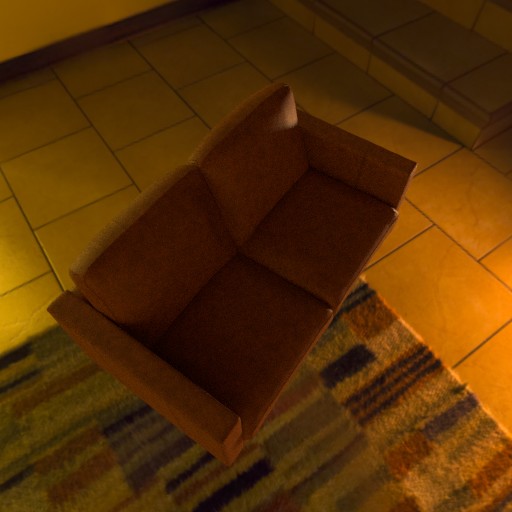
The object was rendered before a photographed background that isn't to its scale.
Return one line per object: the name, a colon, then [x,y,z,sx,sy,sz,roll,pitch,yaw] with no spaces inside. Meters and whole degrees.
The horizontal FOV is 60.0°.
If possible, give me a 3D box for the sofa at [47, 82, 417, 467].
sofa: [0.000,0.000,2.116,0.909,0.951,1.578,31,62,18]
